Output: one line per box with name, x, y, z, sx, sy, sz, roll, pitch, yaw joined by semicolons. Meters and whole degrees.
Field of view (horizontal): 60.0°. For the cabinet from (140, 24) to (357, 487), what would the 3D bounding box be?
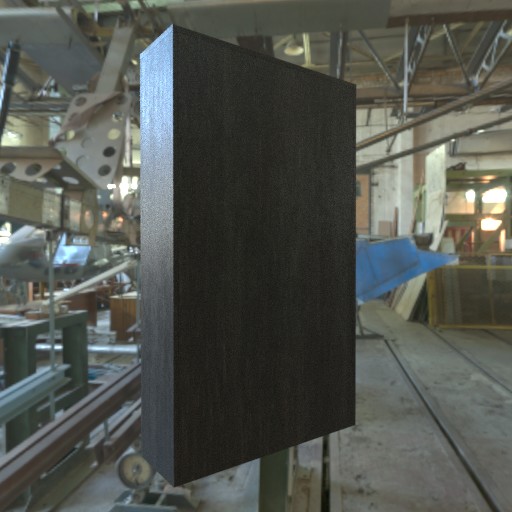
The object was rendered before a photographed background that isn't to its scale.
cabinet;0.000;0.000;1.545;0.750;1.280;0.250;-1;1;-36
